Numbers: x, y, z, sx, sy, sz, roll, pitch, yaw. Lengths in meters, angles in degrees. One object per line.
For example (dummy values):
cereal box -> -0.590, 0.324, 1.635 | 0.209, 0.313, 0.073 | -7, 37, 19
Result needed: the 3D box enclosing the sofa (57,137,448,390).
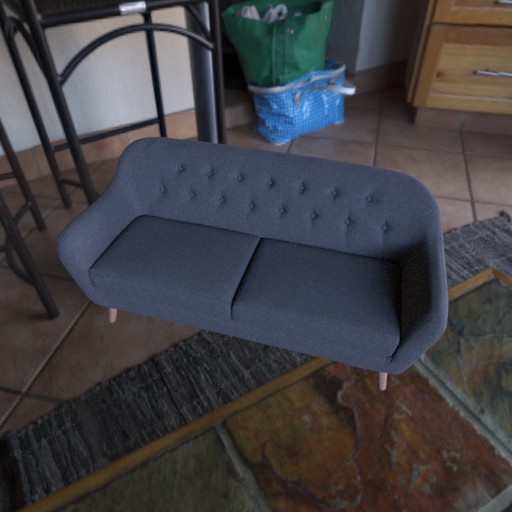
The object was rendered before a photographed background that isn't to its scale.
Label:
sofa -> 0.000, 0.000, 2.333 | 1.840, 0.820, 0.820 | 11, 43, 12
